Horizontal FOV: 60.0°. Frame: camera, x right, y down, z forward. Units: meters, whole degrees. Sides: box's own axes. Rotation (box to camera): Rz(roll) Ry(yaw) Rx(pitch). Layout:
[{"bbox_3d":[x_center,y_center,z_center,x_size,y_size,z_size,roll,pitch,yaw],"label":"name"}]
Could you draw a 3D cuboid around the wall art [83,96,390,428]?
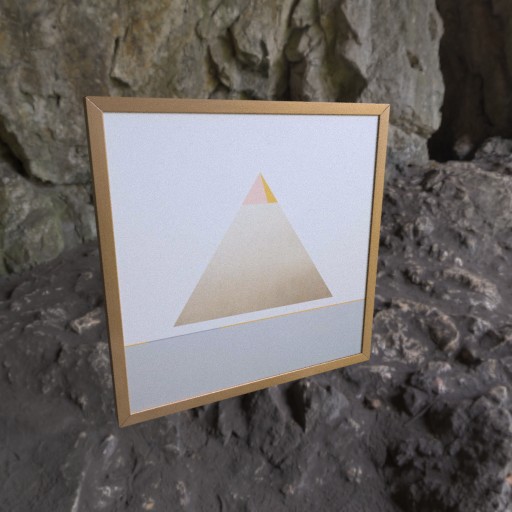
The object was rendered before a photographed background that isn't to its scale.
[{"bbox_3d":[0.000,0.000,0.774,0.513,0.511,0.038,-8,18,-24],"label":"wall art"}]
